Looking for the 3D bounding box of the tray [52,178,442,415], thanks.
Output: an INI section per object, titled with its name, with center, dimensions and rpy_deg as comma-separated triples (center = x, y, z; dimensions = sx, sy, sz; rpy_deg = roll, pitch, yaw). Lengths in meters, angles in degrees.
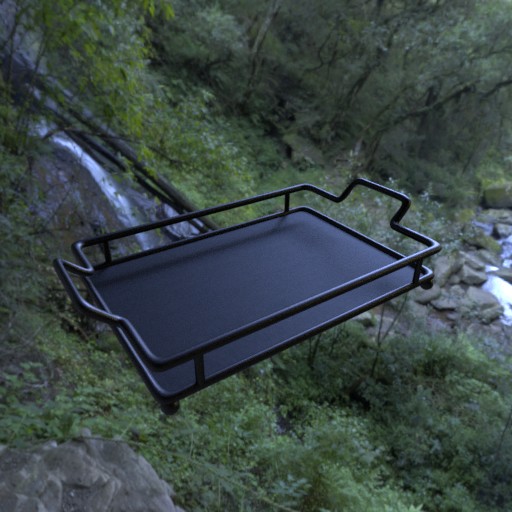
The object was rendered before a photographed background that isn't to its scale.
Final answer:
[tray]
center = 0.000, 0.000, 0.612
dimensions = 0.495, 0.101, 0.297
rpy_deg = -18, 34, -29
